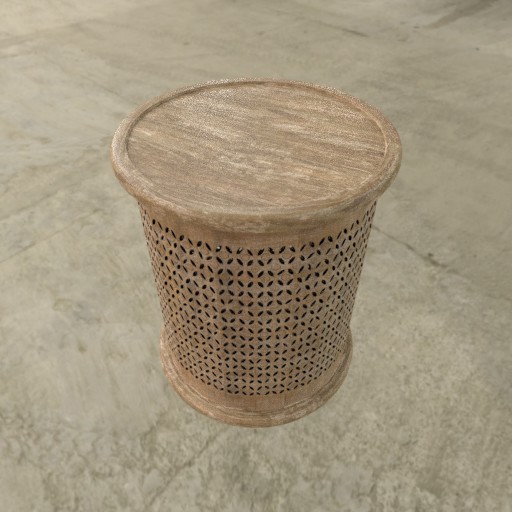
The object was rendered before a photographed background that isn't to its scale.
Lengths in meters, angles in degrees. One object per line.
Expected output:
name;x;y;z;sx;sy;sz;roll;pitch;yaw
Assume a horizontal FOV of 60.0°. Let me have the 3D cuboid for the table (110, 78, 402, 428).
table;0.000;0.000;0.789;0.407;0.482;0.407;0;43;0
